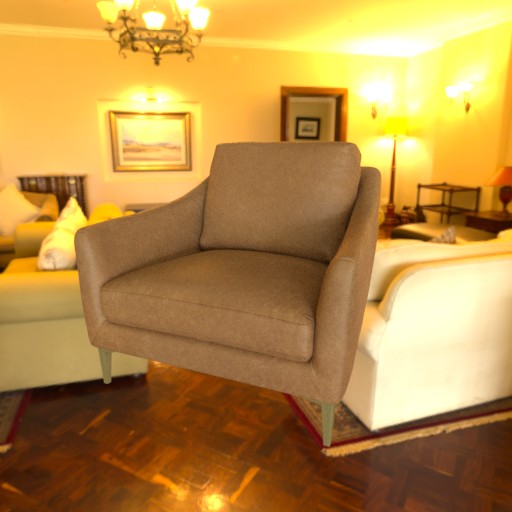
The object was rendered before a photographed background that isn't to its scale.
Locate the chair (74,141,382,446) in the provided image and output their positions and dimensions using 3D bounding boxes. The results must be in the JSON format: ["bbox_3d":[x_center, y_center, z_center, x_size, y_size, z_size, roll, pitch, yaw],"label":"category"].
[{"bbox_3d":[0.000,0.000,1.777,0.988,0.895,0.963,6,15,24],"label":"chair"}]
